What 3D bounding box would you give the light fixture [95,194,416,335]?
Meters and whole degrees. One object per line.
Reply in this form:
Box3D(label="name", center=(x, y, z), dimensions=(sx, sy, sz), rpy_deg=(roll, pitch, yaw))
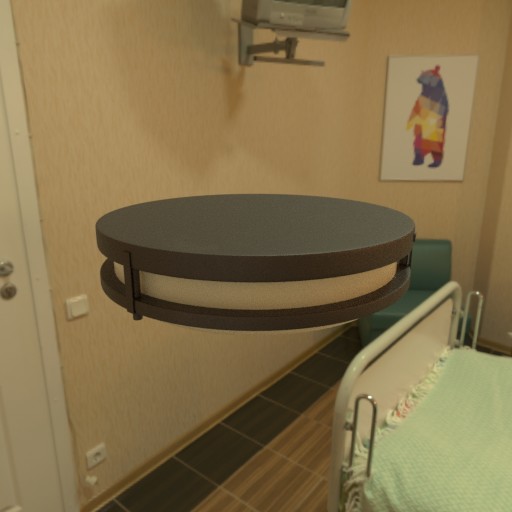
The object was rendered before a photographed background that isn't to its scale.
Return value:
Box3D(label="light fixture", center=(0.000, 0.000, 0.532), dimensions=(0.356, 0.102, 0.356), rpy_deg=(0, 16, 0))
